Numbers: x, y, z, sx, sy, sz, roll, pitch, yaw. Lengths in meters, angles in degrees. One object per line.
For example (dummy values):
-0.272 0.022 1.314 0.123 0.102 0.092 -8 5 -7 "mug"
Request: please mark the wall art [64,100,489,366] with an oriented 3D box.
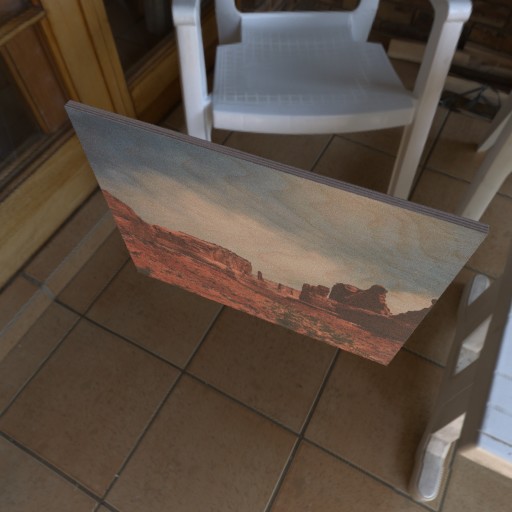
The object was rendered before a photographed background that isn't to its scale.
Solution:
0.000 0.000 0.670 0.508 0.406 0.013 19 60 12 "wall art"
